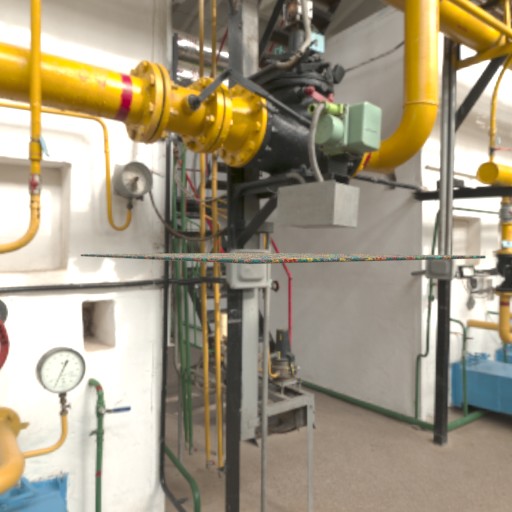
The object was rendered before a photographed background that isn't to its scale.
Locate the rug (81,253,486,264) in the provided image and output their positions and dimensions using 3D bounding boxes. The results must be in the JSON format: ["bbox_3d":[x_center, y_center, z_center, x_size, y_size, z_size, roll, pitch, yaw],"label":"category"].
[{"bbox_3d":[0.000,0.000,4.282,2.434,0.025,3.204,-1,1,-36],"label":"rug"}]
